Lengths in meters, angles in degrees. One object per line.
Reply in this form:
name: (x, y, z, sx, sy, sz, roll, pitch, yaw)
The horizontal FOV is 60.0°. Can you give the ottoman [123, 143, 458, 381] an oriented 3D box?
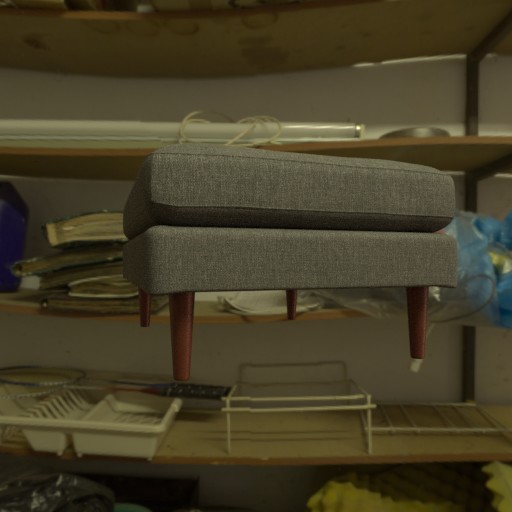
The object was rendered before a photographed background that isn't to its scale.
ottoman: (0.000, 0.000, 1.262, 0.693, 0.474, 0.821, 0, -1, -20)
